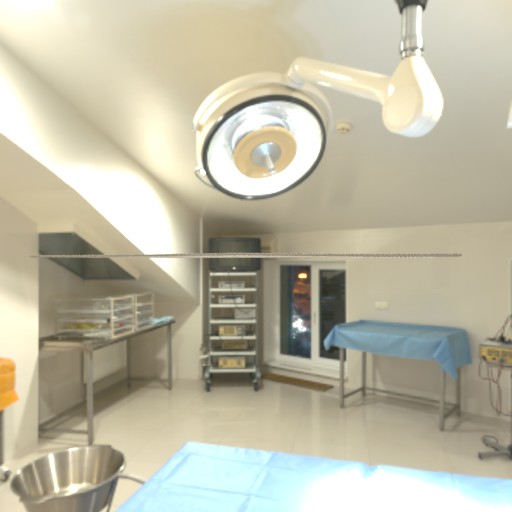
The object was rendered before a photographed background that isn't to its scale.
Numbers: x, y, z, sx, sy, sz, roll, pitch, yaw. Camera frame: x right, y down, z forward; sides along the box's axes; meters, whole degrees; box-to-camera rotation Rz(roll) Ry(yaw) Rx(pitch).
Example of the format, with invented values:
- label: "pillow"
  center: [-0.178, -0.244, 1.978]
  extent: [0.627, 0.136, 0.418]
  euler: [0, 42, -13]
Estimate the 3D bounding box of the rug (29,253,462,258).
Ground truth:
- label: "rug"
  center: [0.000, 0.000, 2.286]
  extent: [1.804, 0.022, 1.162]
  euler: [0, 0, 18]
